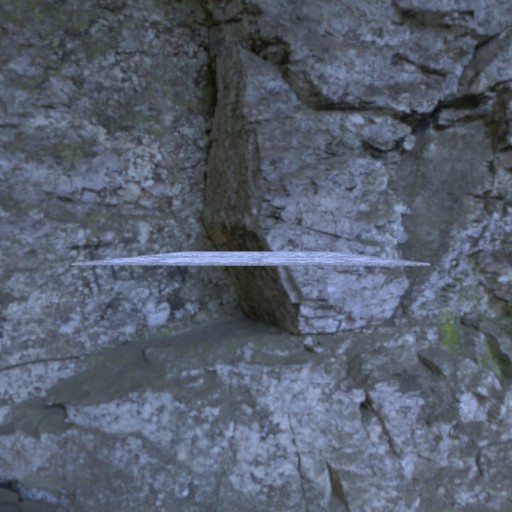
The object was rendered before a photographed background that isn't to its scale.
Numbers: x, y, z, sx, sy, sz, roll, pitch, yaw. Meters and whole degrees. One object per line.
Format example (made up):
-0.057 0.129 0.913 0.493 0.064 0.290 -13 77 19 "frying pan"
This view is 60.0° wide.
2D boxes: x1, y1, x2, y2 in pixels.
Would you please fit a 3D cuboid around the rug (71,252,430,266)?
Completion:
0.000 0.000 3.096 1.526 0.012 2.444 0 2 1 "rug"
